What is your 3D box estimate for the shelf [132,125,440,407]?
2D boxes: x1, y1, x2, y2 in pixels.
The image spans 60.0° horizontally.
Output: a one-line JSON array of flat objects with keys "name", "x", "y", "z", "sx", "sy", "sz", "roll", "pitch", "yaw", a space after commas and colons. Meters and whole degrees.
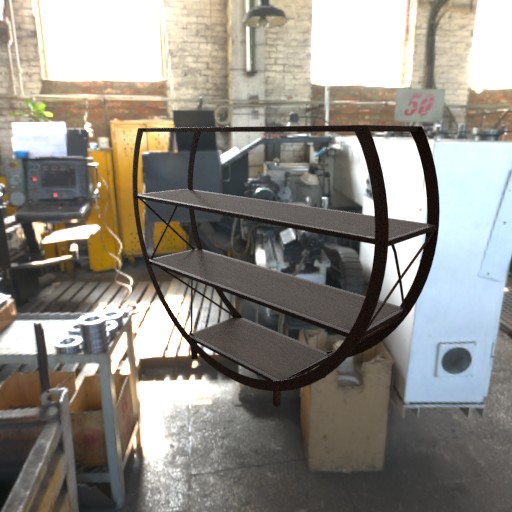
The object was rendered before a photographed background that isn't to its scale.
[{"name": "shelf", "x": 0.000, "y": 0.000, "z": 1.905, "sx": 0.344, "sy": 1.063, "sz": 1.403, "roll": -15, "pitch": 21, "yaw": -43}]
